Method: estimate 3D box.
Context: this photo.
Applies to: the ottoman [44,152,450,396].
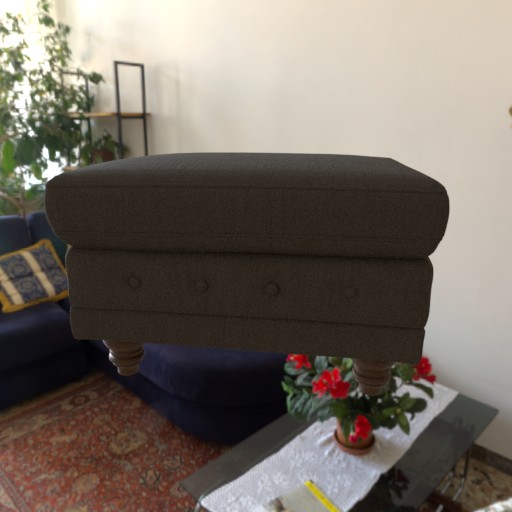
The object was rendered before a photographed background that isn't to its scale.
[{"bbox_3d":[0.000,0.000,1.116,0.771,0.500,0.569,2,16,8],"label":"ottoman"}]
